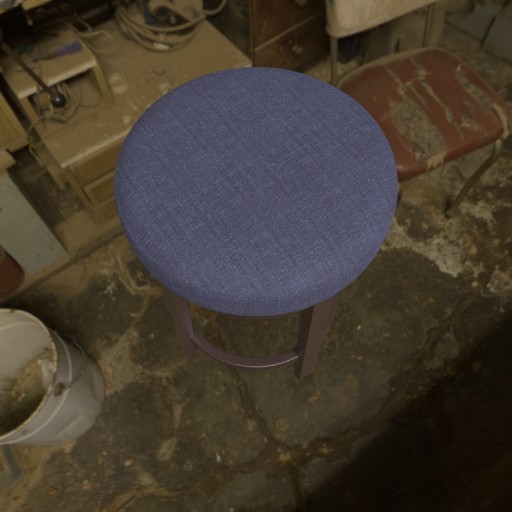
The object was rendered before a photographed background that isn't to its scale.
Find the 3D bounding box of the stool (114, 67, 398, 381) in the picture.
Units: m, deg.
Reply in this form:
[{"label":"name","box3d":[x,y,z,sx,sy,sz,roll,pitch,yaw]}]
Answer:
[{"label":"stool","box3d":[0.000,0.000,0.929,0.449,0.655,0.449,0,63,0]}]
